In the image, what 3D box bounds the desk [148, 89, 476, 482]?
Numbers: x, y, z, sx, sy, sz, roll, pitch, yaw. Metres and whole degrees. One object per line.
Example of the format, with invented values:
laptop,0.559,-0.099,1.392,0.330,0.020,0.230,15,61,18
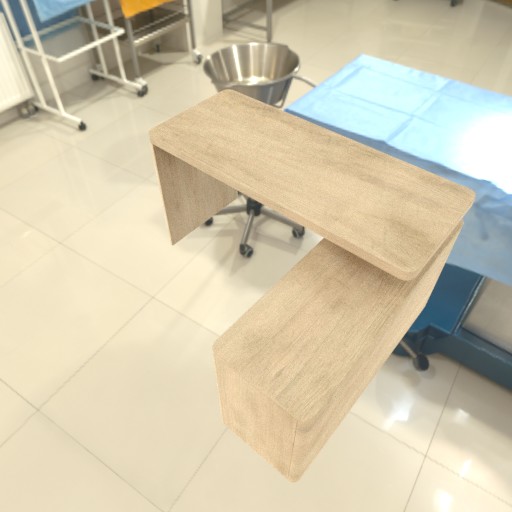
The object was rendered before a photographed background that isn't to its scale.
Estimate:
desk,0.000,0.000,2.095,1.400,0.770,1.175,32,55,26
